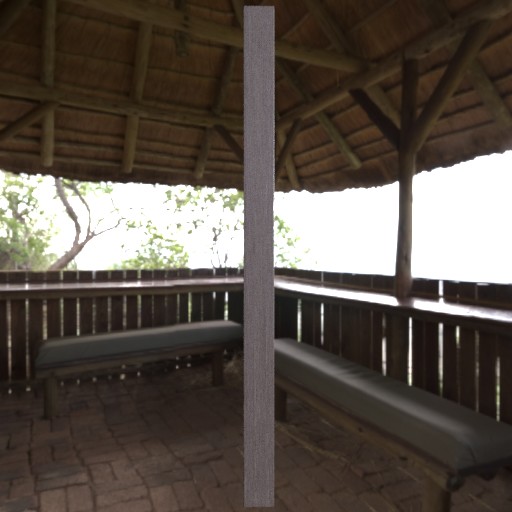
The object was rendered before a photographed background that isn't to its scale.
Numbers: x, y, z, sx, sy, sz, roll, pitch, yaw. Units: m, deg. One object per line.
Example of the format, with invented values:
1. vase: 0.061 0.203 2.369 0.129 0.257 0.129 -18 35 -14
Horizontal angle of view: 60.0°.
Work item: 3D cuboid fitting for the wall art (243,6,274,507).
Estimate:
1. wall art: 0.000 0.000 0.630 0.032 0.510 0.358 0 1 -1
